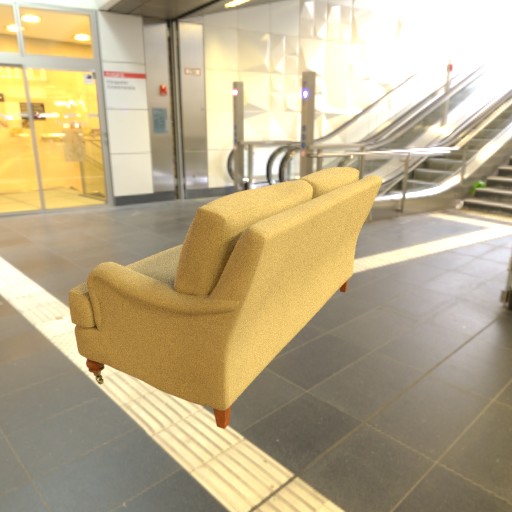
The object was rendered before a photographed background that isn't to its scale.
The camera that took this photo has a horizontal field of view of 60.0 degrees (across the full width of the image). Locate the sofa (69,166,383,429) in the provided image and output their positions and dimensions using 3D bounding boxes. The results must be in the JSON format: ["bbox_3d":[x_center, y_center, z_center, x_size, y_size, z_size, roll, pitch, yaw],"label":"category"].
[{"bbox_3d":[0.000,0.000,2.763,1.091,0.997,2.070,8,18,26],"label":"sofa"}]
